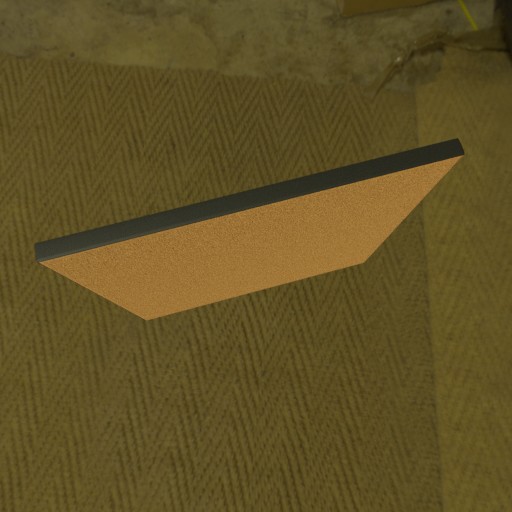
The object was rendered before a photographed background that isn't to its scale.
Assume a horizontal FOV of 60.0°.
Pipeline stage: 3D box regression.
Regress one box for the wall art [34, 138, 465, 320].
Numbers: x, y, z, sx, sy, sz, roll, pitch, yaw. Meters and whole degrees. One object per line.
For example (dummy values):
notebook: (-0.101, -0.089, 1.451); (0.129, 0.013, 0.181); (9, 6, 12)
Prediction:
wall art: (0.000, 0.000, 0.675); (0.456, 0.453, 0.022); (-15, 75, -4)
